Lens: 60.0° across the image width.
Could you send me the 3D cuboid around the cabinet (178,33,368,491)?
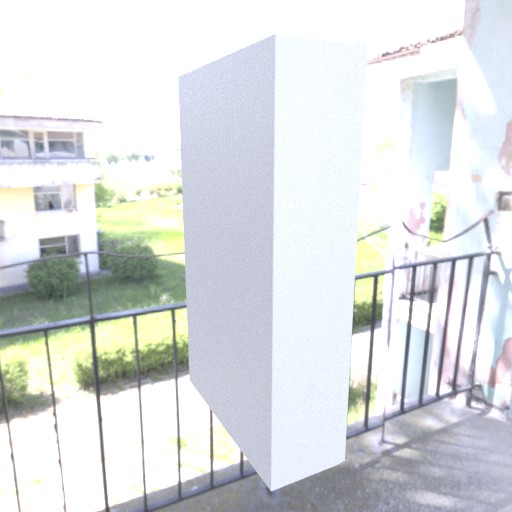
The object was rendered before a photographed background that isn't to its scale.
[{"bbox_3d":[0.000,0.000,2.660,0.480,2.160,1.250,-7,15,-27],"label":"cabinet"}]
